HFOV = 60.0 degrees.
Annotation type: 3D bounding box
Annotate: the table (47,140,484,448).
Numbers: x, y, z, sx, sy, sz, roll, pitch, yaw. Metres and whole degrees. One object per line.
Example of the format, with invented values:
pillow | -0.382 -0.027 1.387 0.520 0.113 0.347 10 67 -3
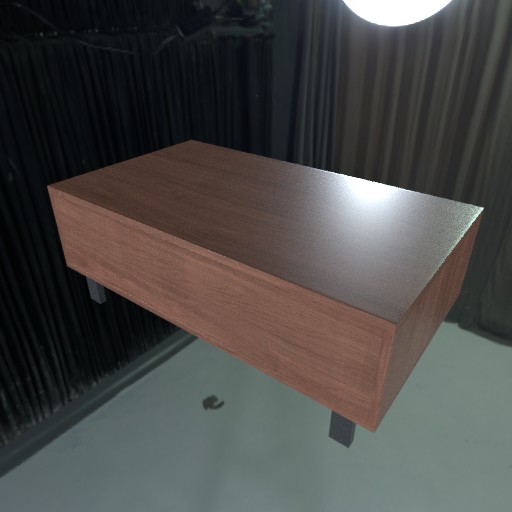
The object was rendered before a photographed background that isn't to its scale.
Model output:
table | 0.000 0.000 1.286 1.020 0.380 0.600 21 36 31
